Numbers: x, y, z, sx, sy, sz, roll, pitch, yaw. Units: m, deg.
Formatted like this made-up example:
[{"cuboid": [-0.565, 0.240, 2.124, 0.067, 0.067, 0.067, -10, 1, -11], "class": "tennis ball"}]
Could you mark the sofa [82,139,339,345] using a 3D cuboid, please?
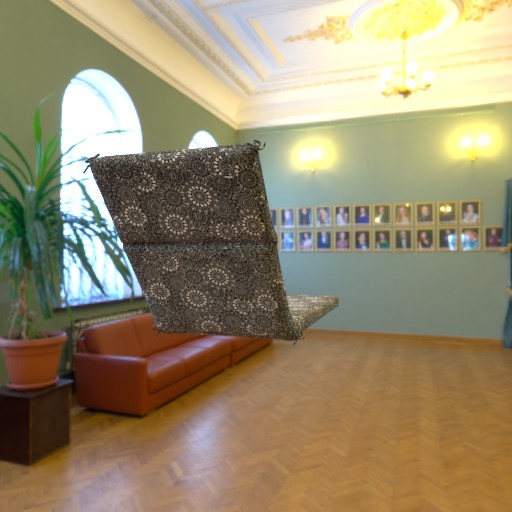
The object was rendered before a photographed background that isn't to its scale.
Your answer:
[{"cuboid": [0.000, 0.000, 1.992, 0.582, 0.622, 1.663, 0, 0, 18], "class": "sofa"}]
